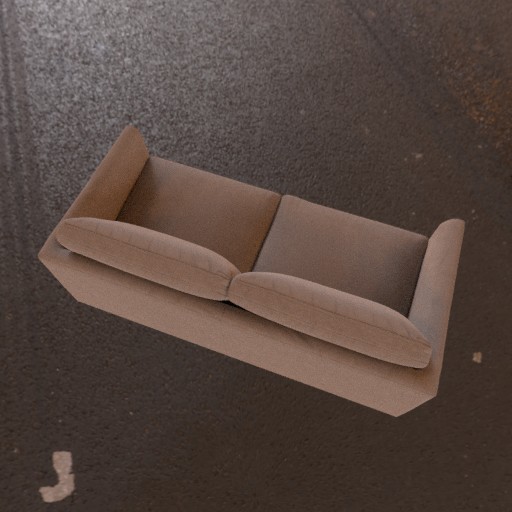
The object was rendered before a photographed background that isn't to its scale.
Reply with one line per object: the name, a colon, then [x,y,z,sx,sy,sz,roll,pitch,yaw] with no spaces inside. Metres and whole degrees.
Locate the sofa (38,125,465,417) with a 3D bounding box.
sofa: [0.000,0.000,2.736,2.588,0.838,1.090,18,63,9]
